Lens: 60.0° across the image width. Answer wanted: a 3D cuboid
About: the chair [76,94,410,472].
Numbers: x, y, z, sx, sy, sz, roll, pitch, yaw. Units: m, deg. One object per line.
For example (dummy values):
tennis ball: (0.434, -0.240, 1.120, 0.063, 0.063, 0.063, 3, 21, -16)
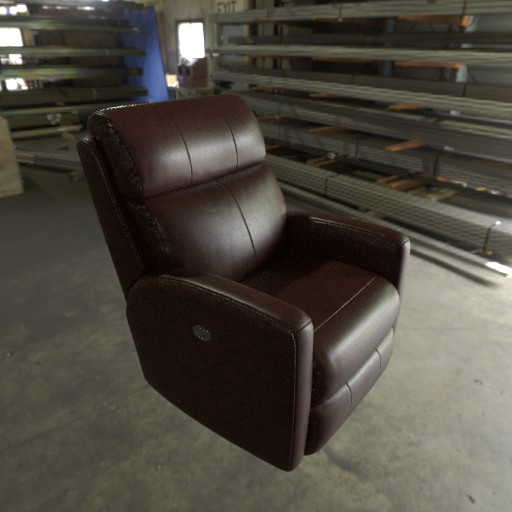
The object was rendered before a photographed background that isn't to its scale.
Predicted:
chair: (0.000, 0.000, 1.594, 0.939, 1.016, 0.787, 19, 31, 34)
